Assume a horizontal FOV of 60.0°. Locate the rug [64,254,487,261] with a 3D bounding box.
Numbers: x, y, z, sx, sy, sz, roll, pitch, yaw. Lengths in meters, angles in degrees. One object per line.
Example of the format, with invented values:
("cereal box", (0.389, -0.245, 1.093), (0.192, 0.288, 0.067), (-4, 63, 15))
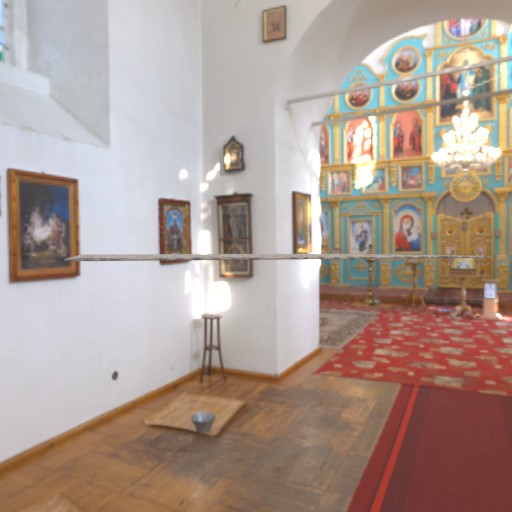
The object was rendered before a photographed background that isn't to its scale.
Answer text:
("rug", (0.000, 0.000, 2.979), (2.261, 0.013, 1.676), (0, 1, -19))
